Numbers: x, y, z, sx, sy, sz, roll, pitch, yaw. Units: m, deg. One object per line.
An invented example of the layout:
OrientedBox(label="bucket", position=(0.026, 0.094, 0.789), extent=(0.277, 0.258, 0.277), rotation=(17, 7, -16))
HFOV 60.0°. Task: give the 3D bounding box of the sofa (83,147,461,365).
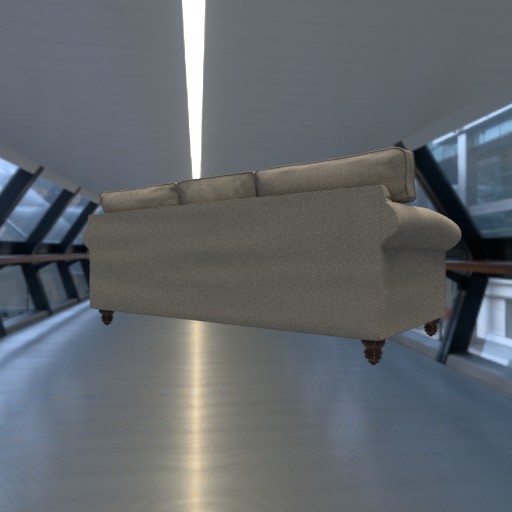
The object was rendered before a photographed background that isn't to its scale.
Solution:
OrientedBox(label="sofa", position=(0.000, 0.000, 2.662), extent=(2.118, 0.889, 0.998), rotation=(0, -1, 37))
